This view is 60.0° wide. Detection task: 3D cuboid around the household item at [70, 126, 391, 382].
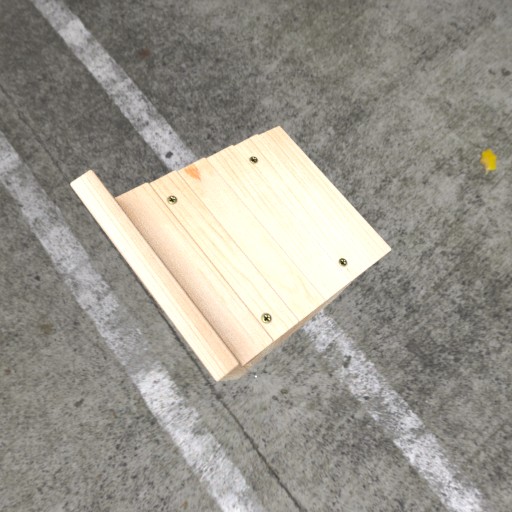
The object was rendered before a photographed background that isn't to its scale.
[{"bbox_3d":[0.000,0.000,0.409,0.171,0.300,0.149,-37,78,-9],"label":"household item"}]
